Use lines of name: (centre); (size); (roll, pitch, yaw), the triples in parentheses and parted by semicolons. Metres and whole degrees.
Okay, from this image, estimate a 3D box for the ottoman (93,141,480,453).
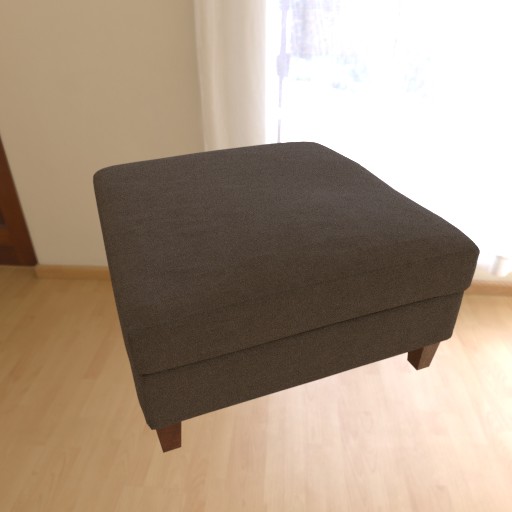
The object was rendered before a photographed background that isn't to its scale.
ottoman: (0.000, 0.000, 1.374); (0.861, 0.482, 0.881); (-11, 34, -18)
